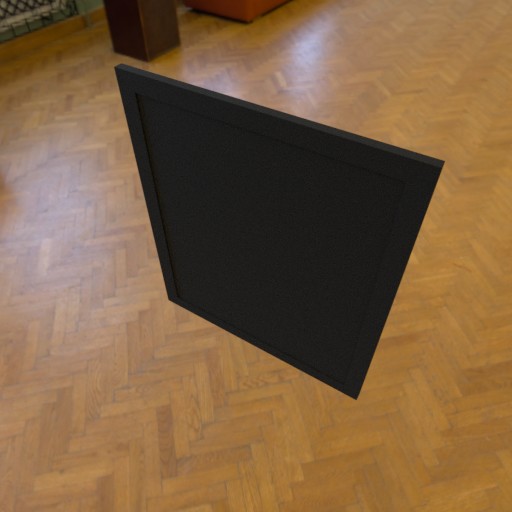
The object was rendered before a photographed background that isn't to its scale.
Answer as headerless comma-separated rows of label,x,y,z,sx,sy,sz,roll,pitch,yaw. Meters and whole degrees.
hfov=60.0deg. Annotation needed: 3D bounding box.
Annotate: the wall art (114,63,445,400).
wall art,0.000,0.000,0.500,0.311,0.361,0.010,24,51,21
